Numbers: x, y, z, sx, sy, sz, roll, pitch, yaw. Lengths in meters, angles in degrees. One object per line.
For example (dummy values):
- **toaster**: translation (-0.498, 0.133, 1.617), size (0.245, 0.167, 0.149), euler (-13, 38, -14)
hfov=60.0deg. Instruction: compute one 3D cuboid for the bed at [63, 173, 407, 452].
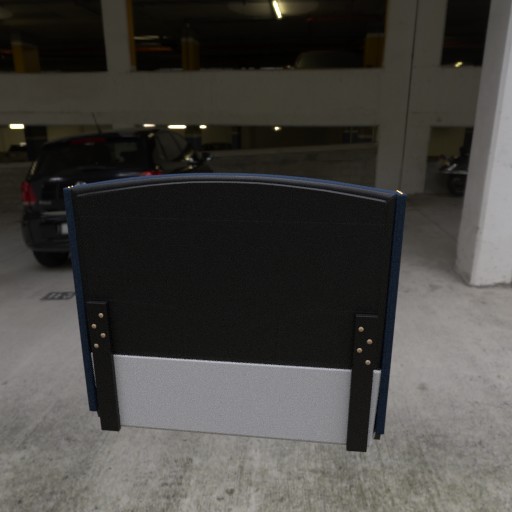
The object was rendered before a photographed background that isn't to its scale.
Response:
- **bed**: translation (0.000, 0.000, 3.211), size (1.604, 1.402, 2.223), euler (2, 17, 7)
